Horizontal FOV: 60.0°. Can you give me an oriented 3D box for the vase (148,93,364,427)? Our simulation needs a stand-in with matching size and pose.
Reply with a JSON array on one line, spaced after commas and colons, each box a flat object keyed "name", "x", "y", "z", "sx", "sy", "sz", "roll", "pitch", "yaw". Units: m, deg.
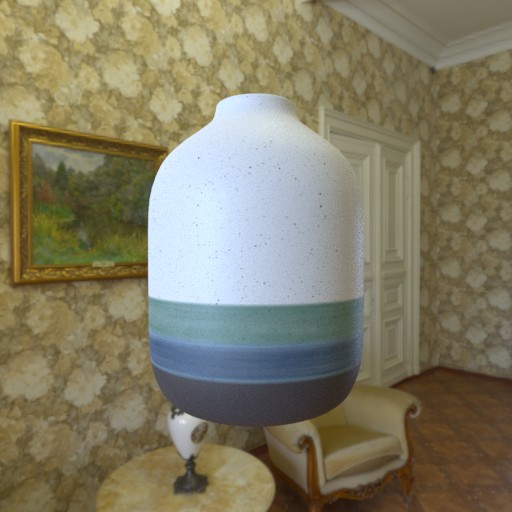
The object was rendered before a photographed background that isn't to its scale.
[{"name": "vase", "x": 0.000, "y": 0.000, "z": 0.358, "sx": 0.169, "sy": 0.240, "sz": 0.169, "roll": 0, "pitch": 1, "yaw": 0}]
